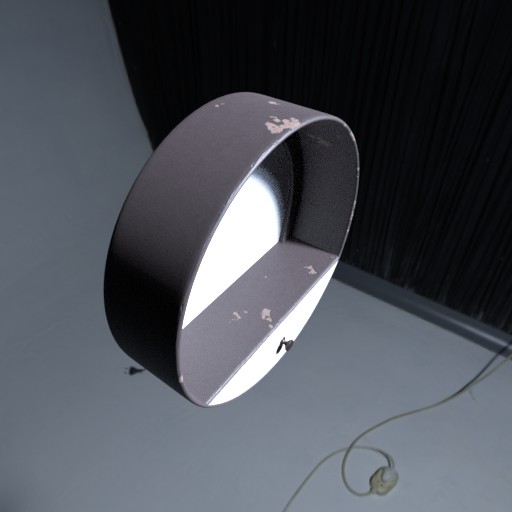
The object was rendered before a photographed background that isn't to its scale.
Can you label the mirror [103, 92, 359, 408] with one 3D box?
[{"bbox_3d":[0.000,0.000,0.580,0.126,0.386,0.386,26,48,26],"label":"mirror"}]
